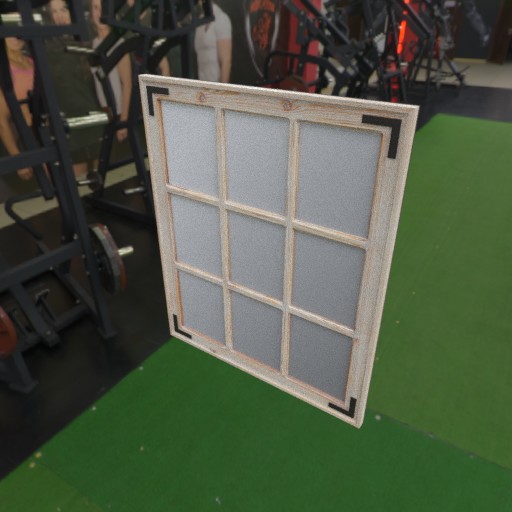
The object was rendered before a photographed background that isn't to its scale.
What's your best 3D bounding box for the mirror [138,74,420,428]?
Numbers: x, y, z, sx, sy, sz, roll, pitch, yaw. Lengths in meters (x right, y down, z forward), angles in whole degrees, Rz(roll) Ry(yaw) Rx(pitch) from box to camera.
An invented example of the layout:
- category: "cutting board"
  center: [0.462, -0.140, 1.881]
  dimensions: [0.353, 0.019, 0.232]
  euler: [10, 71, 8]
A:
- category: "mirror"
  center: [0.000, 0.000, 1.227]
  dimensions: [0.730, 0.882, 0.032]
  euler: [19, 35, 29]
